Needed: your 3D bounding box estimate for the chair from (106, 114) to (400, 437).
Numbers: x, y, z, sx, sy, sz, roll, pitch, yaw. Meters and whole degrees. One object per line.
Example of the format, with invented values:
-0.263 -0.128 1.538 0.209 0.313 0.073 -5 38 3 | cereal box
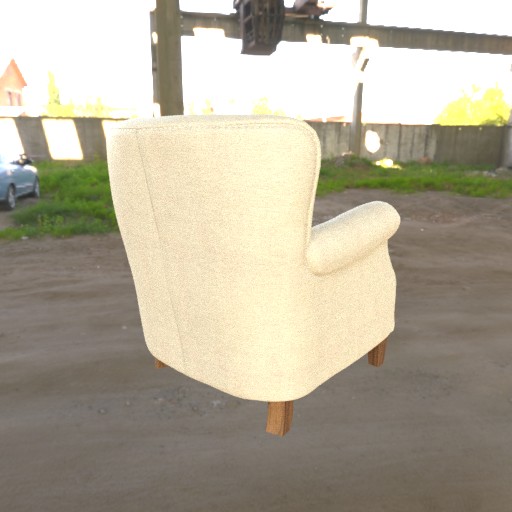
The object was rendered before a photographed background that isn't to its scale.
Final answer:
0.000 0.000 1.607 0.861 0.936 0.921 13 20 42 | chair
